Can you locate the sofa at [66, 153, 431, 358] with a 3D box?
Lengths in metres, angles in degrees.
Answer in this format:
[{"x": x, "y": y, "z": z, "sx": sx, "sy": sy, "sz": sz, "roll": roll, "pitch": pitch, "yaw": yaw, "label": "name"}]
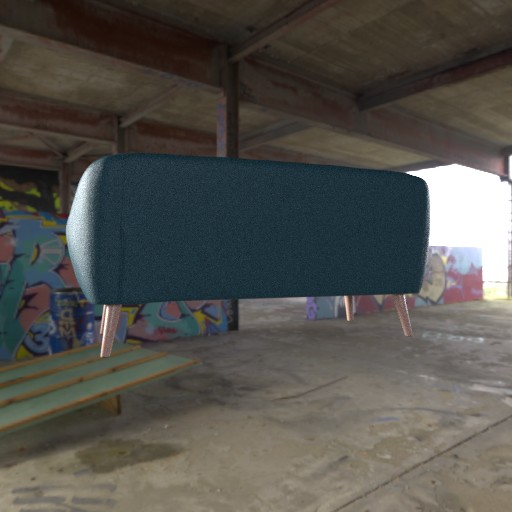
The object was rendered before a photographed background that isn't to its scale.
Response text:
[{"x": 0.000, "y": 0.000, "z": 2.325, "sx": 1.840, "sy": 0.836, "sz": 0.820, "roll": 0, "pitch": 0, "yaw": -19, "label": "sofa"}]
